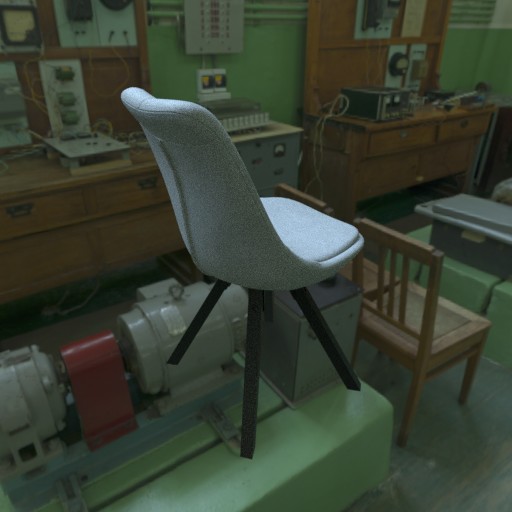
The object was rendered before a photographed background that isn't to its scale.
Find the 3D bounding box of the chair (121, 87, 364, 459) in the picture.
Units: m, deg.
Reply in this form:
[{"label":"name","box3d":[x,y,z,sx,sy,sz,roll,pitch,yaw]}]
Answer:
[{"label":"chair","box3d":[0.000,0.000,1.168,0.550,0.850,0.485,-19,34,-32]}]
